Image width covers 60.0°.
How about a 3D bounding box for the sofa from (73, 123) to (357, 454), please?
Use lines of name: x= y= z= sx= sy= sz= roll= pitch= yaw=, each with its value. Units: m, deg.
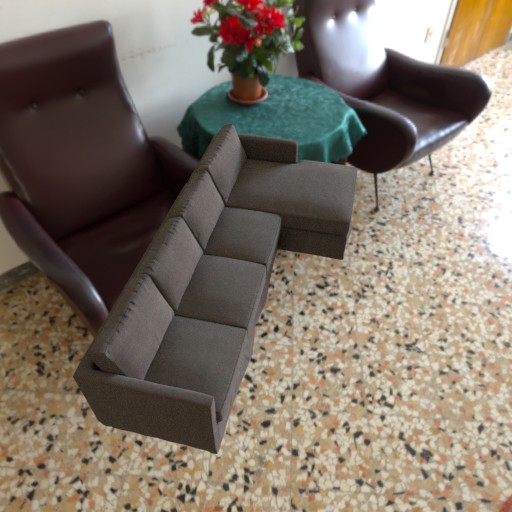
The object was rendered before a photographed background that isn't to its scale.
sofa: x=0.000 y=0.000 z=3.961 sx=1.650 sy=0.922 sz=3.205 roll=9 pitch=46 yaw=9
